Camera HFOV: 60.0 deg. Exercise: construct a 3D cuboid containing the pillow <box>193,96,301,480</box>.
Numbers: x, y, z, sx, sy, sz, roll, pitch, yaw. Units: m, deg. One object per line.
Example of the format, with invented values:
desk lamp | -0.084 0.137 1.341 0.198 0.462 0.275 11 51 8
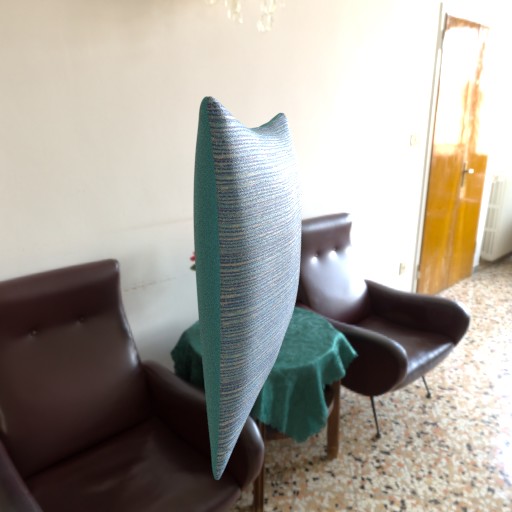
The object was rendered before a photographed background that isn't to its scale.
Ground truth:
pillow | 0.000 0.000 0.773 0.150 0.497 0.514 4 17 12
